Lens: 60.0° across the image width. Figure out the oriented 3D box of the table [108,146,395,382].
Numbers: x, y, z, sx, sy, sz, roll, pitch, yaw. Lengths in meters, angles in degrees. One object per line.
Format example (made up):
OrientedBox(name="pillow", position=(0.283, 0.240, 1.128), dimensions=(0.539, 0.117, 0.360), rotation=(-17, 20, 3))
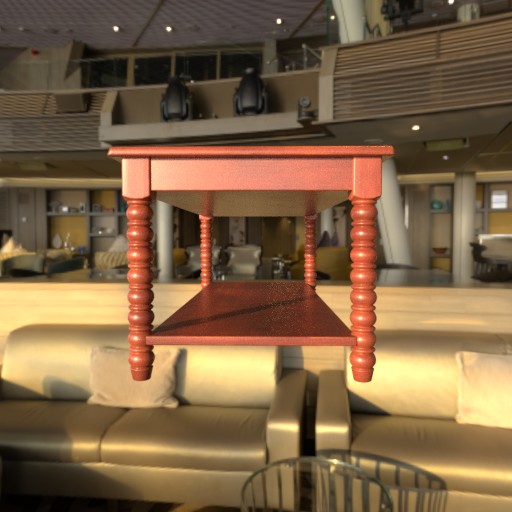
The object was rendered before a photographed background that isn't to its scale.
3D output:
OrientedBox(name="table", position=(0.000, 0.000, 1.470), dimensions=(0.580, 0.485, 1.171), rotation=(0, 2, 1))
